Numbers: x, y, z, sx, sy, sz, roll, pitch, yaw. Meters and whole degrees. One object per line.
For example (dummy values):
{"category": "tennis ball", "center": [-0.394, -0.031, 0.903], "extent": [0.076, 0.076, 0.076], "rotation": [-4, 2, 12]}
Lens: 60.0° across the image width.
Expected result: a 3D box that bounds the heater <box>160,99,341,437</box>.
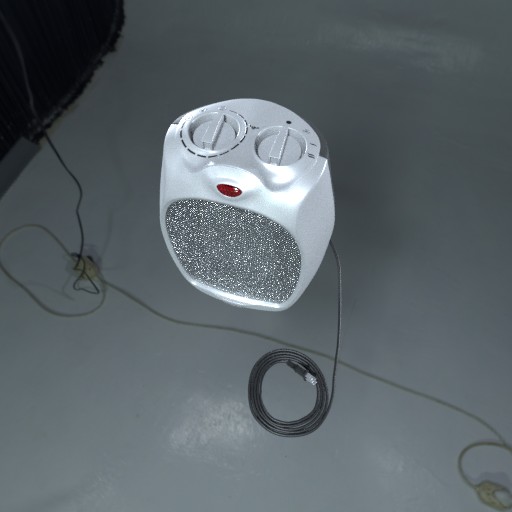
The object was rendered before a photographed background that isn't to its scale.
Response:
{"category": "heater", "center": [0.000, 0.000, 0.466], "extent": [0.239, 0.240, 0.291], "rotation": [15, 61, 9]}
